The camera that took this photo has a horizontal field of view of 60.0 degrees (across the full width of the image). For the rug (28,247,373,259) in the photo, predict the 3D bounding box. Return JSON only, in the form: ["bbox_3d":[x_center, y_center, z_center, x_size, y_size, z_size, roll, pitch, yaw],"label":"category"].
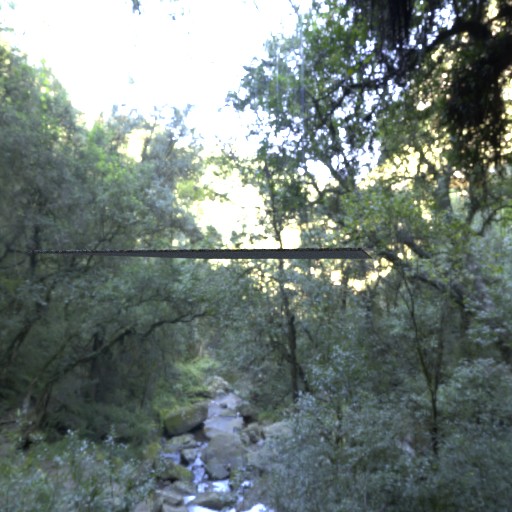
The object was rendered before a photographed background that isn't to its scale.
[{"bbox_3d":[0.000,0.000,2.483,1.237,0.010,2.029,0,-1,16],"label":"rug"}]
